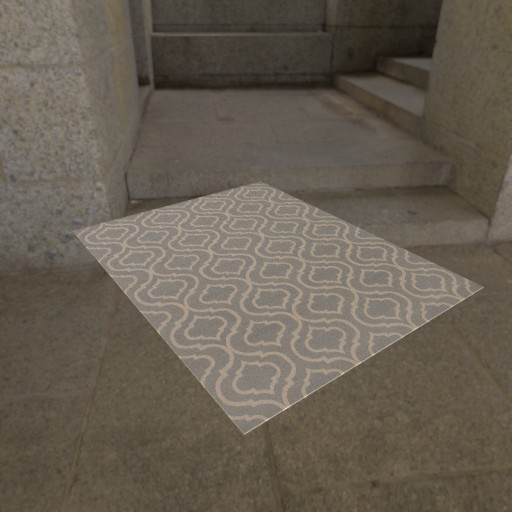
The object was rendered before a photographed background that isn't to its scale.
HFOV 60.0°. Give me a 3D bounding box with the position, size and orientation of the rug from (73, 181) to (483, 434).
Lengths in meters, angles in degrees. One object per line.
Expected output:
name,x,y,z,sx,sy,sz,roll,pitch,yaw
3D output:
rug,0.000,0.000,3.881,2.283,0.006,2.892,-20,36,-31
